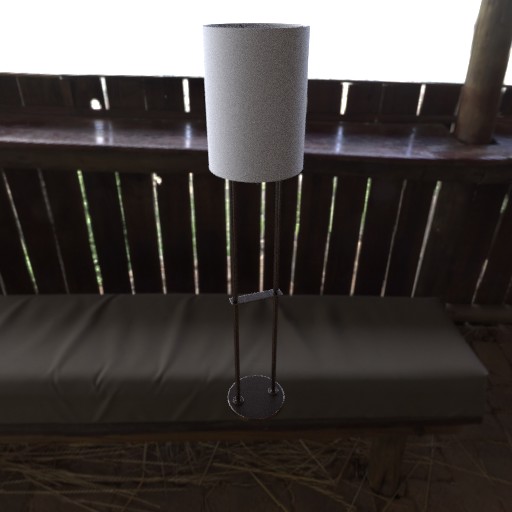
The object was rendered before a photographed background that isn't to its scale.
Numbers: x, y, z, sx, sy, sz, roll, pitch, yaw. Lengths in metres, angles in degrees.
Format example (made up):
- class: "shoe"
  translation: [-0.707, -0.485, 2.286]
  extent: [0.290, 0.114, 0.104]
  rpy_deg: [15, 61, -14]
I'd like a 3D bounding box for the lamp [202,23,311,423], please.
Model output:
- class: "lamp"
  translation: [0.000, 0.000, 1.622]
  extent: [0.306, 1.500, 0.305]
  rpy_deg: [-10, 32, -17]
